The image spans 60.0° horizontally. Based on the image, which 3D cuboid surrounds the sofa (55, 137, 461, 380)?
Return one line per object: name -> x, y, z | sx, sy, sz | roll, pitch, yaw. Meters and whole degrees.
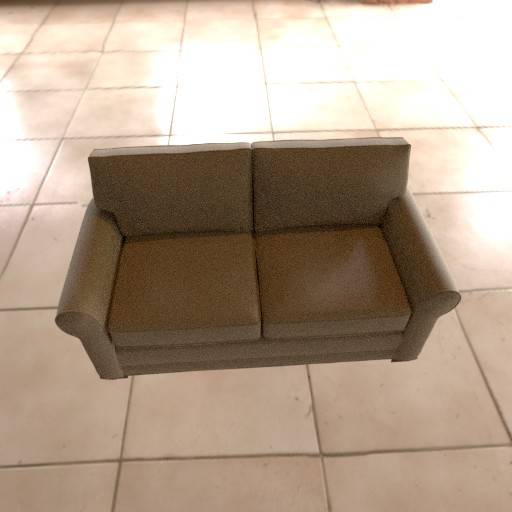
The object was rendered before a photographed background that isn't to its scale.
sofa -> 0.000, 0.000, 2.261 | 1.774, 0.933, 0.861 | -3, 47, -3
